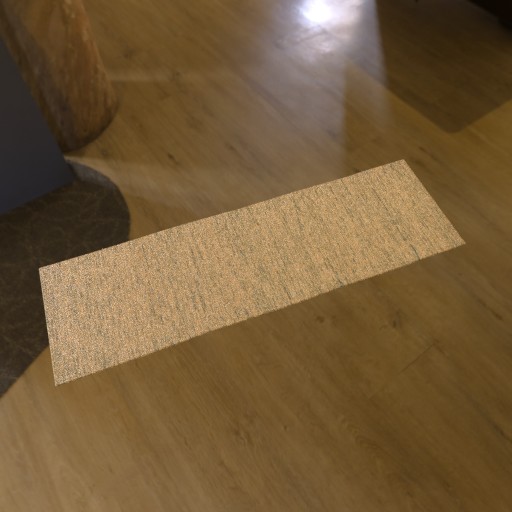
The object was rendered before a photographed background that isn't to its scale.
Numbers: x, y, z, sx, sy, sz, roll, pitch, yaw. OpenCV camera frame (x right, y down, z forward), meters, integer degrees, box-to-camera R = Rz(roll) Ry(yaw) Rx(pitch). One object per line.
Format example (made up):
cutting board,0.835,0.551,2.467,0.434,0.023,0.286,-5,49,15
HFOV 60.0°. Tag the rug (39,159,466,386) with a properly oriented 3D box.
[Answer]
rug,0.000,0.000,2.479,2.290,0.014,0.700,-18,61,-10
